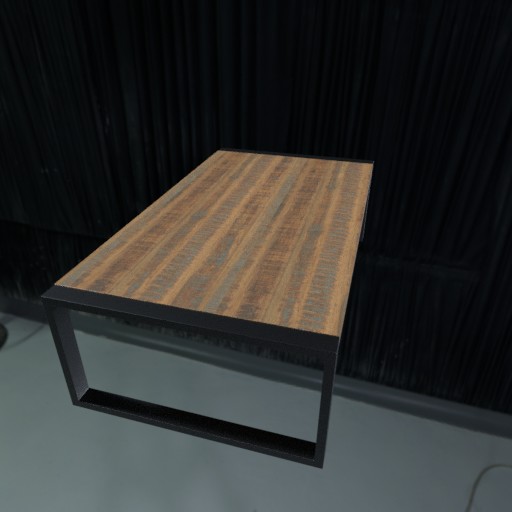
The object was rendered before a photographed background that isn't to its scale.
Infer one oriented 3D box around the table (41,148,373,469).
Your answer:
[{"bbox_3d":[0.000,0.000,1.696,0.750,0.400,1.350,8,31,14],"label":"table"}]
